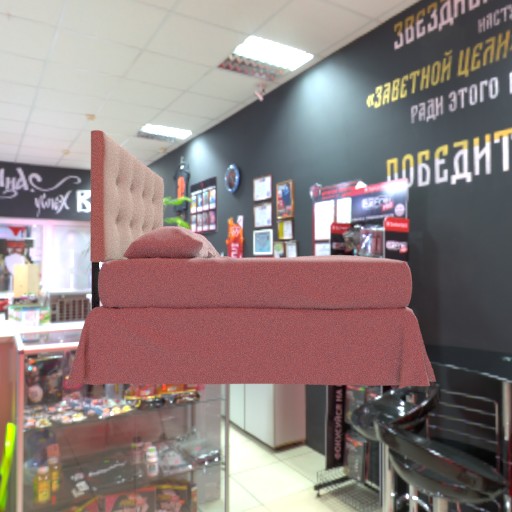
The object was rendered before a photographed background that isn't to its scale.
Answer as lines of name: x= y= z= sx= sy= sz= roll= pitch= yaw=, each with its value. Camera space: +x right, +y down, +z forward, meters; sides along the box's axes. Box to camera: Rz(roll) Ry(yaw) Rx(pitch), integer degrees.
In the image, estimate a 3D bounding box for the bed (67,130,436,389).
bed: x=0.000 y=0.000 z=3.558 sx=2.222 sy=1.577 sz=1.936 roll=0 pitch=-1 yaw=1
